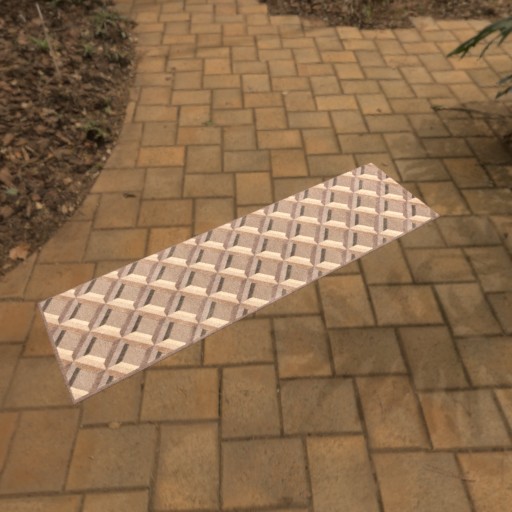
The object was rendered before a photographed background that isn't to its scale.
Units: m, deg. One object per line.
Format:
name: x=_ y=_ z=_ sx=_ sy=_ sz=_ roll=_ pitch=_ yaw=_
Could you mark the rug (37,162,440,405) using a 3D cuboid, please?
rug: x=0.000 y=0.000 z=2.689 sx=2.437 sy=0.013 sz=0.685 roll=-25 pitch=53 yaw=-20
